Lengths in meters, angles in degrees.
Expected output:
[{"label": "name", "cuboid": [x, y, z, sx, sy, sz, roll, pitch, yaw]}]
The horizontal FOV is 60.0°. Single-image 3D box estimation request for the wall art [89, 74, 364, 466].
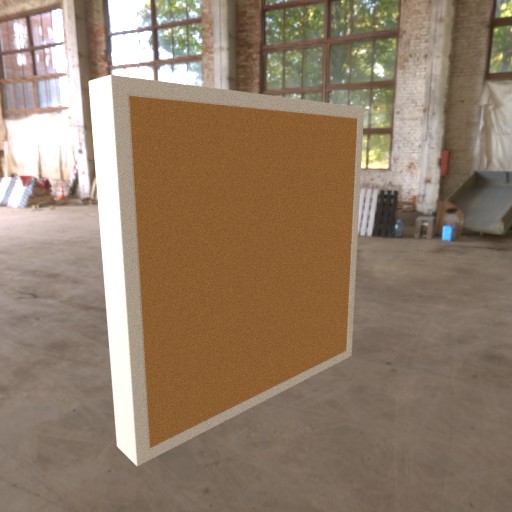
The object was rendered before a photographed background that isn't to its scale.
[{"label": "wall art", "cuboid": [0.000, 0.000, 0.449, 0.305, 0.305, 0.037, -12, 17, -42]}]
